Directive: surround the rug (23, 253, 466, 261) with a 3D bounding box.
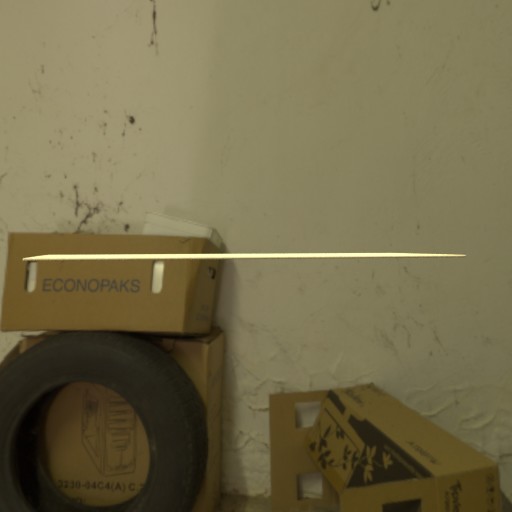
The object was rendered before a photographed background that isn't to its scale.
[{"bbox_3d":[0.000,0.000,2.709,2.450,0.014,0.793,0,1,-17],"label":"rug"}]
